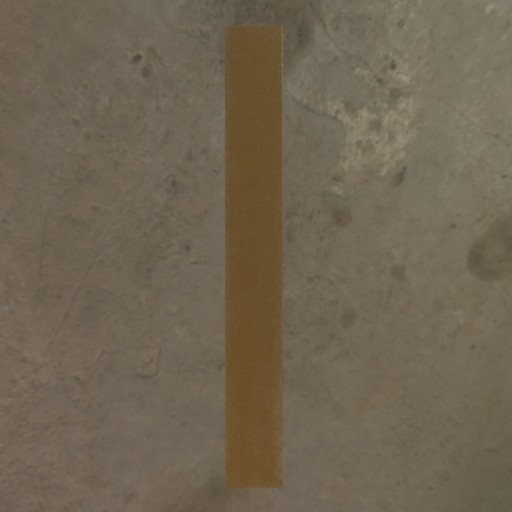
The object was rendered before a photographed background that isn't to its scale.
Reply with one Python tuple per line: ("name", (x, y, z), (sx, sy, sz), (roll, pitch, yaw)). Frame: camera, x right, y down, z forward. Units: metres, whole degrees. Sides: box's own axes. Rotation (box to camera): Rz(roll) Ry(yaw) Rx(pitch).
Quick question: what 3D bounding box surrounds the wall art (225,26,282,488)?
("wall art", (0.000, 0.000, 0.445), (0.038, 0.305, 0.306), (0, 91, 1))
